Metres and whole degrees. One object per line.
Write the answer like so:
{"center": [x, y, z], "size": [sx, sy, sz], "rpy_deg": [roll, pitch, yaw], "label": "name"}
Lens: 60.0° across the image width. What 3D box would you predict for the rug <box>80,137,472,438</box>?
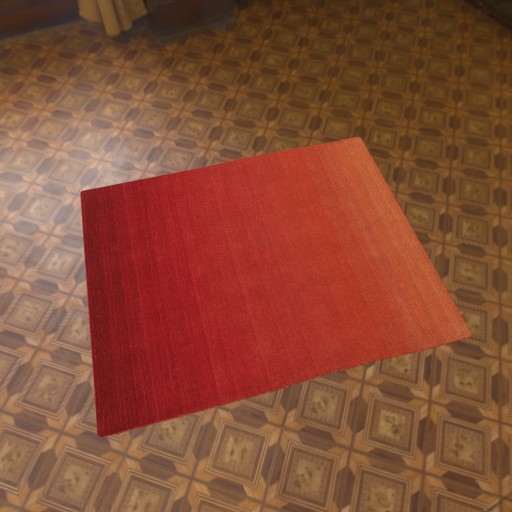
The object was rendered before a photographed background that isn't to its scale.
{"center": [0.000, 0.000, 3.885], "size": [2.905, 0.028, 2.340], "rpy_deg": [-13, 58, -8], "label": "rug"}
